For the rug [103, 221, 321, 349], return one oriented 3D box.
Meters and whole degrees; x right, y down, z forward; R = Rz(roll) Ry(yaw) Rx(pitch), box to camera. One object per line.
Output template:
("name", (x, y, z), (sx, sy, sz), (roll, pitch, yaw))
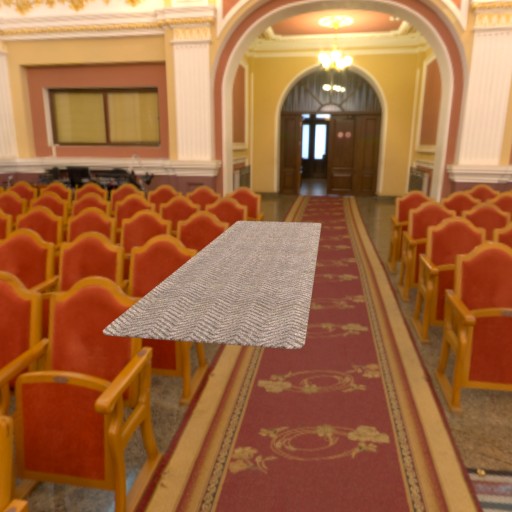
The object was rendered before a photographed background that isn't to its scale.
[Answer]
("rug", (0.000, 0.000, 2.527), (0.686, 0.008, 2.286), (2, 14, 9))
